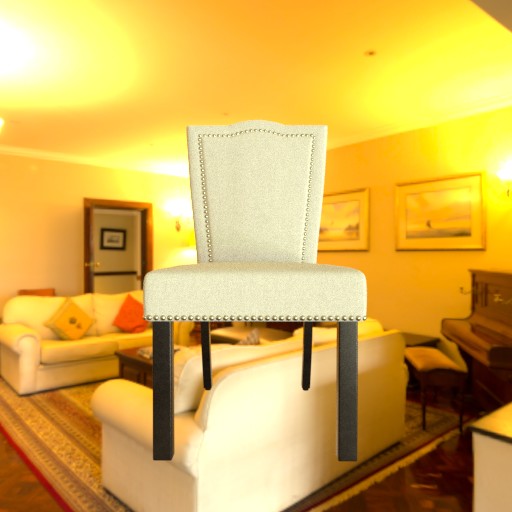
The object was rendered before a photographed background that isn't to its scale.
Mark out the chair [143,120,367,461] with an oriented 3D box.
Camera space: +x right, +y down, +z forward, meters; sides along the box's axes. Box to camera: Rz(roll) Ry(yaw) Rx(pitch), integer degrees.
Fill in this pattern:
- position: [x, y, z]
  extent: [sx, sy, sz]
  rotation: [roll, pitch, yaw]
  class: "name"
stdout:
- position: [0.000, 0.000, 1.291]
  extent: [0.518, 0.946, 0.589]
  rotation: [0, 0, 1]
  class: "chair"
